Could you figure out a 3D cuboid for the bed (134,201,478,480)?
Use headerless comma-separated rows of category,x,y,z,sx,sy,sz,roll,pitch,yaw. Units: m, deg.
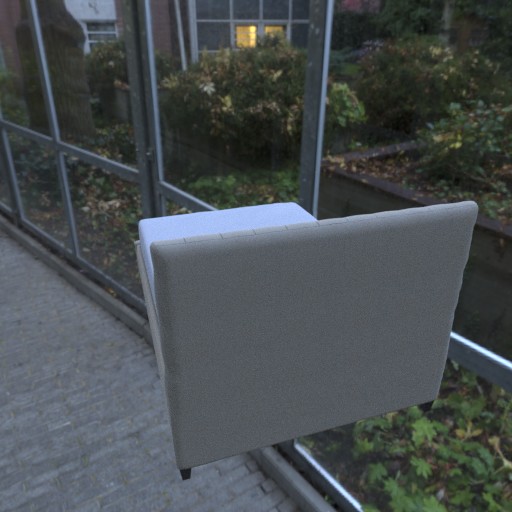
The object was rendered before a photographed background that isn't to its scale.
bed,0.000,0.000,3.357,1.698,1.427,2.387,-8,27,-16
